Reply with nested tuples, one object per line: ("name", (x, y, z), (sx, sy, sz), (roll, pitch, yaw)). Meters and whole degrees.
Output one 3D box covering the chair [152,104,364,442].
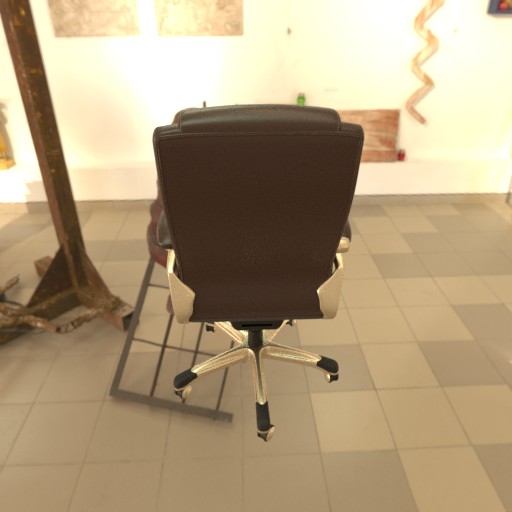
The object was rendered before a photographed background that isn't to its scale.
("chair", (0.000, 0.000, 1.610), (0.692, 1.194, 0.749), (-1, 30, -2))
